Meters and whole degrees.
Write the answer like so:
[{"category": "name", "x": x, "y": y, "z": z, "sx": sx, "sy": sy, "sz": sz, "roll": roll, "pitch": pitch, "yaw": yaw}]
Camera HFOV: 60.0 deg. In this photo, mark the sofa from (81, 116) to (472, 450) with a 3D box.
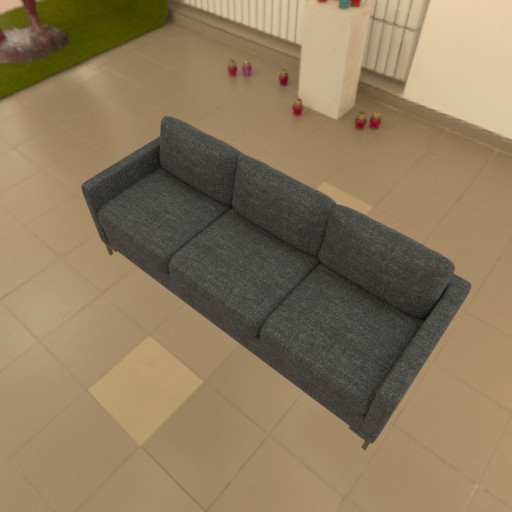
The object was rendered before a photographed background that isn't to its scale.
[{"category": "sofa", "x": 0.000, "y": 0.000, "z": 2.696, "sx": 2.218, "sy": 0.874, "sz": 0.859, "roll": 32, "pitch": 57, "yaw": 24}]
